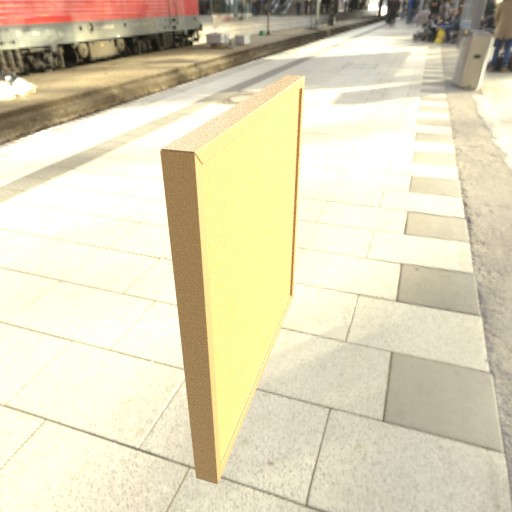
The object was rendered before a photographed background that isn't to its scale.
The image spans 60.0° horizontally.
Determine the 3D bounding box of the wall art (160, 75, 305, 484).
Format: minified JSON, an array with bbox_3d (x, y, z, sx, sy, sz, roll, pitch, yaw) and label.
[{"bbox_3d":[0.000,0.000,0.755,0.036,0.509,0.509,9,31,15],"label":"wall art"}]
